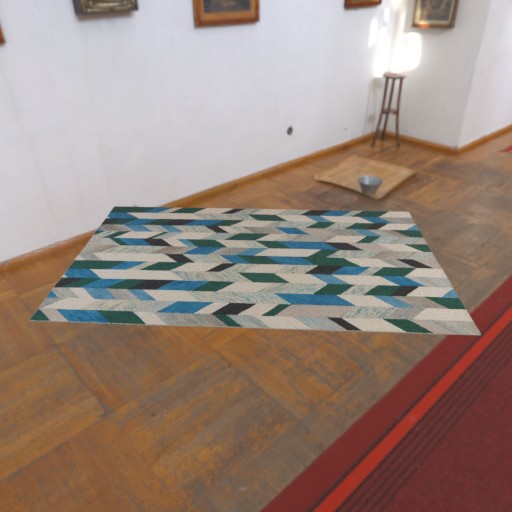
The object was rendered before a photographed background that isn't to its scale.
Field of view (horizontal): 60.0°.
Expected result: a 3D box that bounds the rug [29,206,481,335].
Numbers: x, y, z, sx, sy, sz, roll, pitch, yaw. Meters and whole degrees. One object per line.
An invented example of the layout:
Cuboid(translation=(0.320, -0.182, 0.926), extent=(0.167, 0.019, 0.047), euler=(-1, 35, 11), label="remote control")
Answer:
Cuboid(translation=(0.000, 0.000, 3.013), extent=(2.433, 0.007, 1.507), euler=(1, 31, 2), label="rug")
